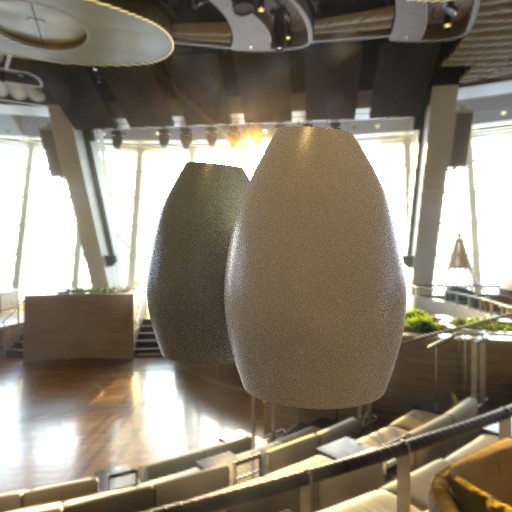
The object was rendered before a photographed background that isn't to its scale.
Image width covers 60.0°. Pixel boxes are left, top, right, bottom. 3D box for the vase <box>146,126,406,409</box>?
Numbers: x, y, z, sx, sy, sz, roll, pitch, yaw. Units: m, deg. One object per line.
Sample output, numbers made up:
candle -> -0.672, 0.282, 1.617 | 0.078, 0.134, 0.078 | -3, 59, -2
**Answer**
vase -> 0.000, 0.000, 0.263 | 0.089, 0.131, 0.187 | 0, 0, -36
